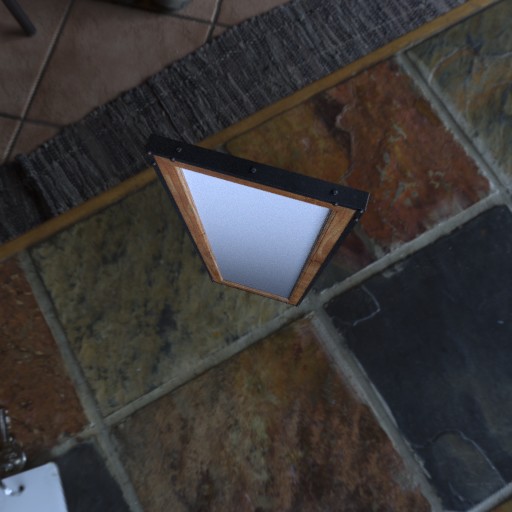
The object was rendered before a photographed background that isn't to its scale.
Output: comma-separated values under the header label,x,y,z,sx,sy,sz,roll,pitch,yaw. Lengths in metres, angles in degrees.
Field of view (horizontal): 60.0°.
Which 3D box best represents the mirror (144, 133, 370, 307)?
label,x,y,z,sx,sy,sz,roll,pitch,yaw
mirror,0.000,0.000,1.194,0.354,1.080,0.042,16,76,4
